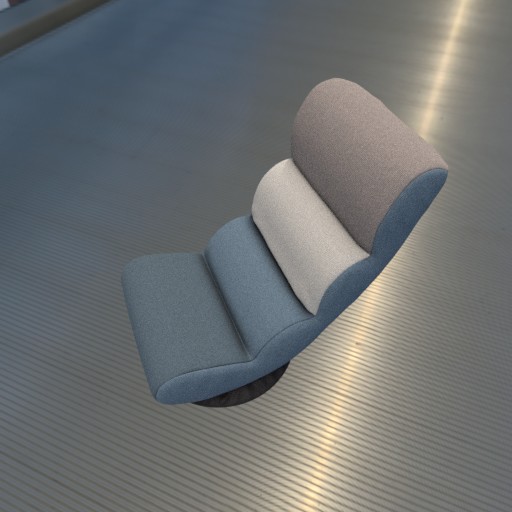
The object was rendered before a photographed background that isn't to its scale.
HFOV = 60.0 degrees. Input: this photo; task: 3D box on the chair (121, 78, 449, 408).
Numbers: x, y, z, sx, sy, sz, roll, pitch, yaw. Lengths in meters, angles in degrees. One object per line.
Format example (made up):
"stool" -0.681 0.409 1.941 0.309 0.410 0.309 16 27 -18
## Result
"chair" 0.000 0.000 1.080 0.661 0.641 0.420 -17 50 -15
